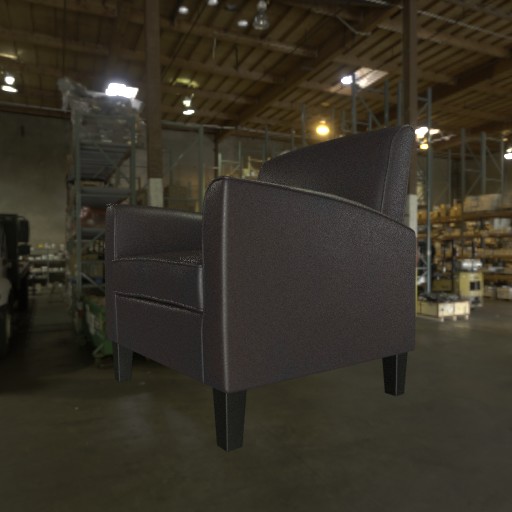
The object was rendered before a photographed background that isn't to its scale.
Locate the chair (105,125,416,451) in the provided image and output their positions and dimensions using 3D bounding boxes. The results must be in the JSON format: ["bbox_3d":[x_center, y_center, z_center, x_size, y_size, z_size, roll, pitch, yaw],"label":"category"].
[{"bbox_3d":[0.000,0.000,1.564,0.819,0.916,0.820,0,1,-37],"label":"chair"}]
